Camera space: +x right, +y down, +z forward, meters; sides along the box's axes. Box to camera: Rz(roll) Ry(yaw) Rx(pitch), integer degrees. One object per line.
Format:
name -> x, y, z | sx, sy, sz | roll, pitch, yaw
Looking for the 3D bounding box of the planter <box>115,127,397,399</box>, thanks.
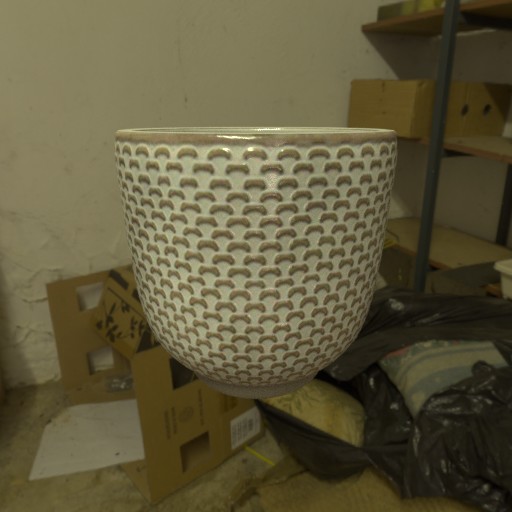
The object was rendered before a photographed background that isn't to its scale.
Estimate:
planter -> 0.000, 0.000, 0.346 | 0.197, 0.191, 0.197 | 0, 17, 0
